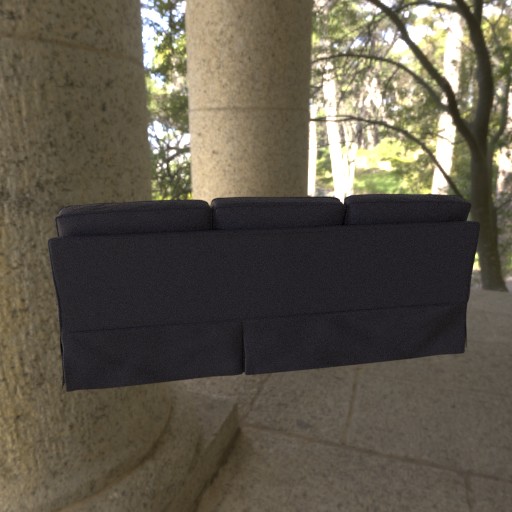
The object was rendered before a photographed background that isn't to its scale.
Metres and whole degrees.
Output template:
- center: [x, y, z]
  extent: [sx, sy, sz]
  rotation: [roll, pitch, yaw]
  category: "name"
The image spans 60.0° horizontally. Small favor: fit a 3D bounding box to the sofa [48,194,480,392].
- center: [0.000, 0.000, 3.296]
  extent: [2.518, 1.039, 1.637]
  rotation: [-3, 15, -11]
  category: "sofa"
